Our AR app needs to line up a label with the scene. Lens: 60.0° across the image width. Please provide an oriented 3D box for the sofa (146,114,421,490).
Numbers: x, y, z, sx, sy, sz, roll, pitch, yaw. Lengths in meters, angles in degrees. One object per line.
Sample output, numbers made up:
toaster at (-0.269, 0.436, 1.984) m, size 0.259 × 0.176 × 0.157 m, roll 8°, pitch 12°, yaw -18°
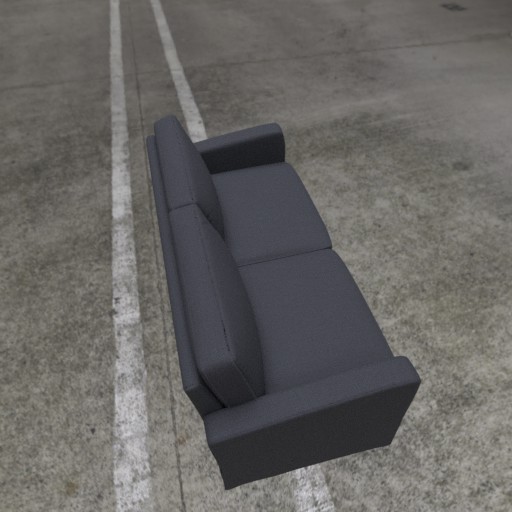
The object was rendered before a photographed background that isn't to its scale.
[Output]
sofa at (0.000, 0.000, 2.272) m, size 0.898 × 0.839 × 1.852 m, roll -10°, pitch 47°, yaw -10°
